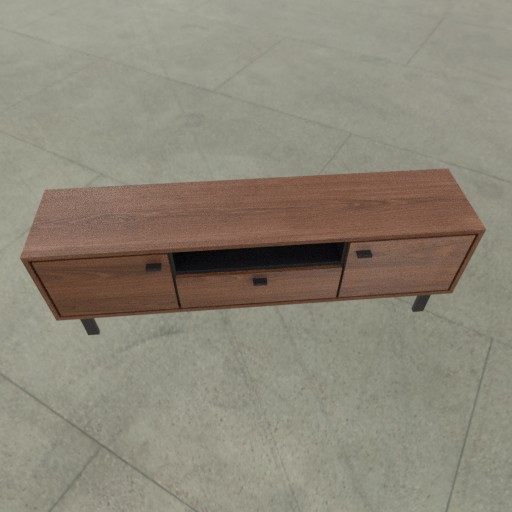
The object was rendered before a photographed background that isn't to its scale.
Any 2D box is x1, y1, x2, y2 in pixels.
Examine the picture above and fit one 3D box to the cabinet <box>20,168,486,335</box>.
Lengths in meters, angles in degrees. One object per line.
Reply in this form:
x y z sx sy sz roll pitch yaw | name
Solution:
0.000 0.000 1.860 1.650 0.500 0.400 -4 48 -3 | cabinet
